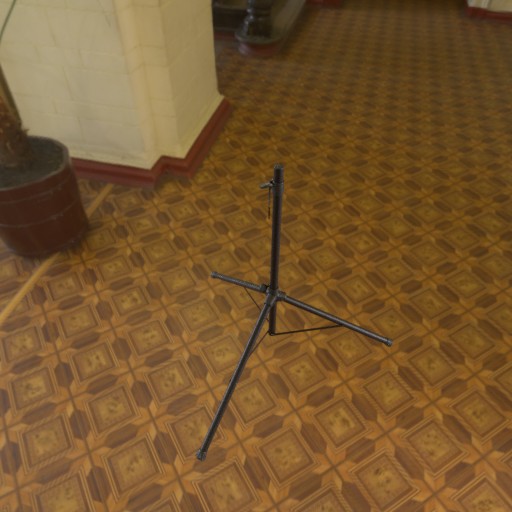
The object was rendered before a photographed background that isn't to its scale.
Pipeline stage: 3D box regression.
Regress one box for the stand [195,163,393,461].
[{"bbox_3d":[0.000,0.000,2.799,1.596,1.595,1.339,-23,49,-21],"label":"stand"}]
